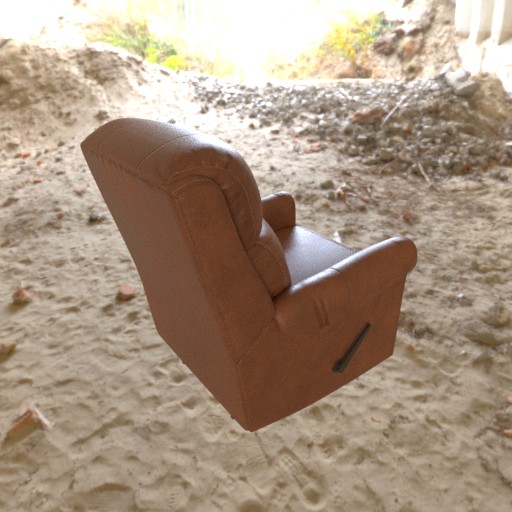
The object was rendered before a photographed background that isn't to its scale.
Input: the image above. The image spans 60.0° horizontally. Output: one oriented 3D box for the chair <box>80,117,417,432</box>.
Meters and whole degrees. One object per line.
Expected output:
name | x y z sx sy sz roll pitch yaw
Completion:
chair | 0.000 0.000 1.743 1.014 1.054 0.838 -17 31 -32
